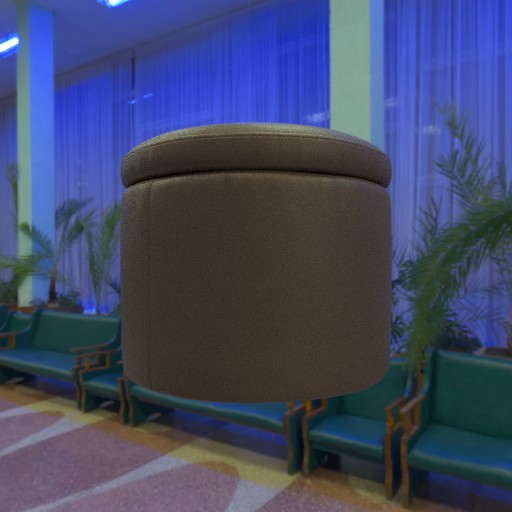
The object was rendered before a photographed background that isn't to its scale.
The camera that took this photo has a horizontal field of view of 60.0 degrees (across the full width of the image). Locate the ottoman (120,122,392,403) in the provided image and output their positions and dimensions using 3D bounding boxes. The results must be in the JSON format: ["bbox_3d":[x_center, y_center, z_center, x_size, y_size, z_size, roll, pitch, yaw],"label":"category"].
[{"bbox_3d":[0.000,0.000,0.852,0.500,0.409,0.500,0,0,0],"label":"ottoman"}]
